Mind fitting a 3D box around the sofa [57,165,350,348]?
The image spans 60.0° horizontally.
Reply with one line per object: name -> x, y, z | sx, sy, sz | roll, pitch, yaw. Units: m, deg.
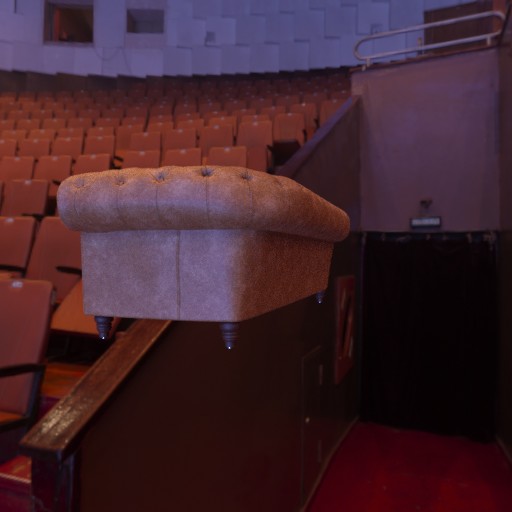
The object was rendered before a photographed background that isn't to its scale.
sofa -> 0.000, 0.000, 2.799 | 0.989, 0.760, 2.365 | 0, 0, 20
